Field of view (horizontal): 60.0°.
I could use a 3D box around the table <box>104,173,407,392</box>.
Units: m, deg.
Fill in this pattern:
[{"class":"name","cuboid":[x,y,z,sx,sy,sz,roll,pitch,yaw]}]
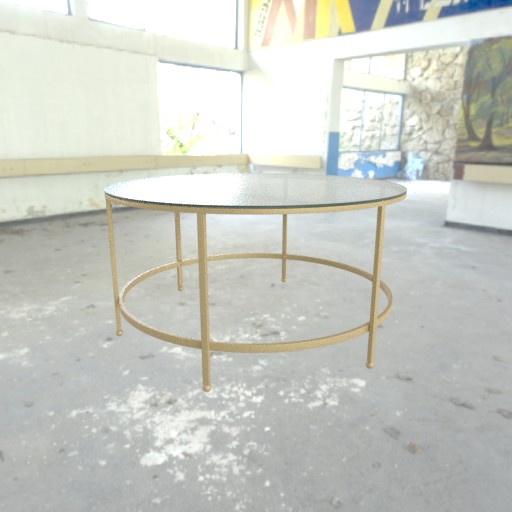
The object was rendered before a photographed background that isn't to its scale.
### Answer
[{"class":"table","cuboid":[0.000,0.000,1.465,0.914,0.470,0.914,0,15,0]}]
